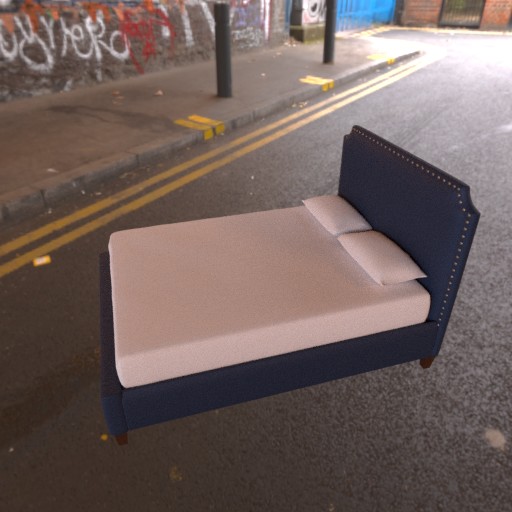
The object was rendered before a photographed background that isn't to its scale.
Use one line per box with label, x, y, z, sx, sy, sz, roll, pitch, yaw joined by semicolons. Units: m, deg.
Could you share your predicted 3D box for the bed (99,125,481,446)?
bed;0.000;0.000;3.363;2.372;1.443;1.712;-9;33;-14
